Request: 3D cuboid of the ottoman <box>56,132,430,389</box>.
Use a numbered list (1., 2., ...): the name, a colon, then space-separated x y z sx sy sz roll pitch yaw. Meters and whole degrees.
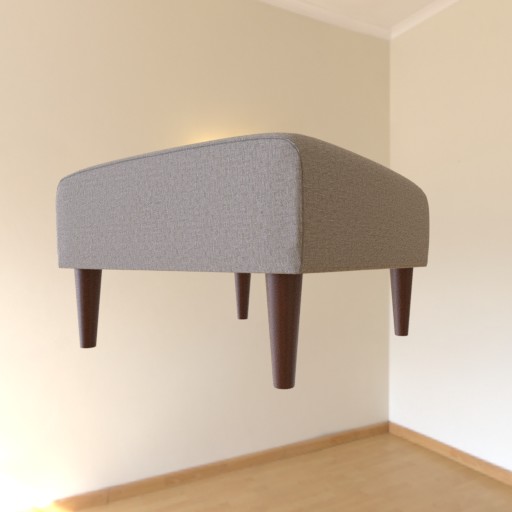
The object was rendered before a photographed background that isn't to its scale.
1. ottoman: 0.000 0.000 1.044 0.648 0.399 0.655 0 0 36
